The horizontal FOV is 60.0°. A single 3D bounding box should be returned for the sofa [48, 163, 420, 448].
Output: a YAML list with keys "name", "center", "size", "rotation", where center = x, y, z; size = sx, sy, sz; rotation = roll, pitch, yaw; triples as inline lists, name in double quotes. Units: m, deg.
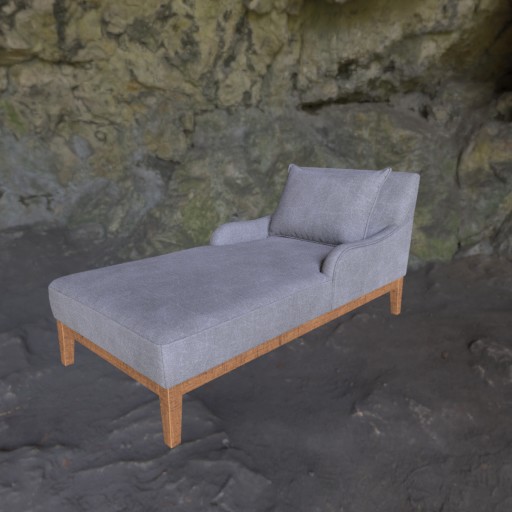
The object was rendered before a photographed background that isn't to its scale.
- name: "sofa"
  center: [0.000, 0.000, 2.271]
  size: [0.894, 0.859, 1.779]
  rotation: [14, 20, 42]
